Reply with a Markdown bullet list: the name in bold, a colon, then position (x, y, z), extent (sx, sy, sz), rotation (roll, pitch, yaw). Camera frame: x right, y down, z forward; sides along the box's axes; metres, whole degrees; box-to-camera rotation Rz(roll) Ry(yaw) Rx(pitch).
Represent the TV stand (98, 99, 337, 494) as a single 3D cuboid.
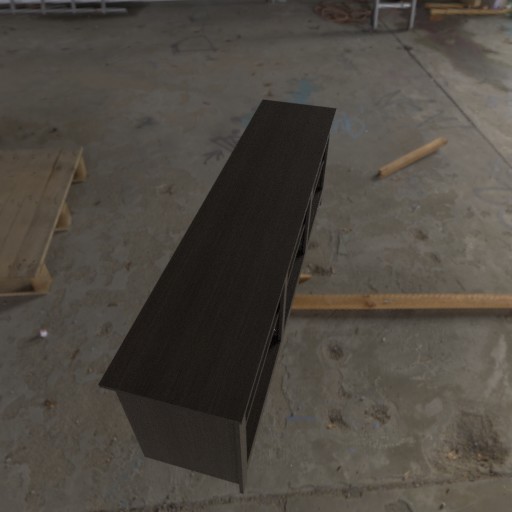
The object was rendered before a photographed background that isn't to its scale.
- **TV stand**: position (0.000, 0.000, 1.989), extent (0.406, 0.610, 1.778), rotation (11, 46, 11)
